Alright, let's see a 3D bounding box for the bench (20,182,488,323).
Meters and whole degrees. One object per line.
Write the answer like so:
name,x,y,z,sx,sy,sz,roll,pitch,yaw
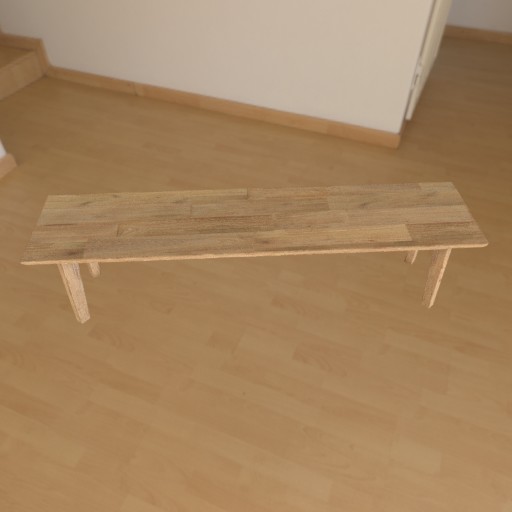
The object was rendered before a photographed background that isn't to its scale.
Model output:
bench,0.000,0.000,1.886,1.698,0.431,0.378,-2,46,-2
